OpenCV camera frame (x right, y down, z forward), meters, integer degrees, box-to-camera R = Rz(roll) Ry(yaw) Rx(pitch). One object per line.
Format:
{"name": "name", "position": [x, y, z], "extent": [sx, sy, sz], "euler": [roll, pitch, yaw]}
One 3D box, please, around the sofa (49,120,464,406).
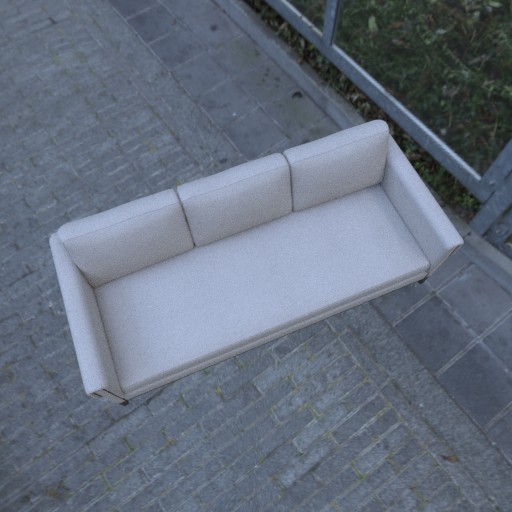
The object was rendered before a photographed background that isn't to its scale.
{"name": "sofa", "position": [0.000, 0.000, 2.746], "extent": [2.210, 0.838, 0.959], "euler": [-21, 66, -9]}
